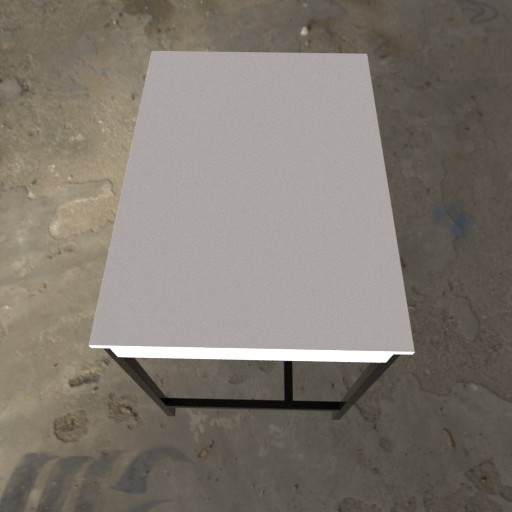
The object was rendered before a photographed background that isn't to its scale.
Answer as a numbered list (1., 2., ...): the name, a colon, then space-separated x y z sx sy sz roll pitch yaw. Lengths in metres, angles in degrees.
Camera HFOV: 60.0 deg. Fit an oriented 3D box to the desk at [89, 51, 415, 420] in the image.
1. desk: 0.000 0.000 1.311 0.573 0.766 0.811 1 60 1
